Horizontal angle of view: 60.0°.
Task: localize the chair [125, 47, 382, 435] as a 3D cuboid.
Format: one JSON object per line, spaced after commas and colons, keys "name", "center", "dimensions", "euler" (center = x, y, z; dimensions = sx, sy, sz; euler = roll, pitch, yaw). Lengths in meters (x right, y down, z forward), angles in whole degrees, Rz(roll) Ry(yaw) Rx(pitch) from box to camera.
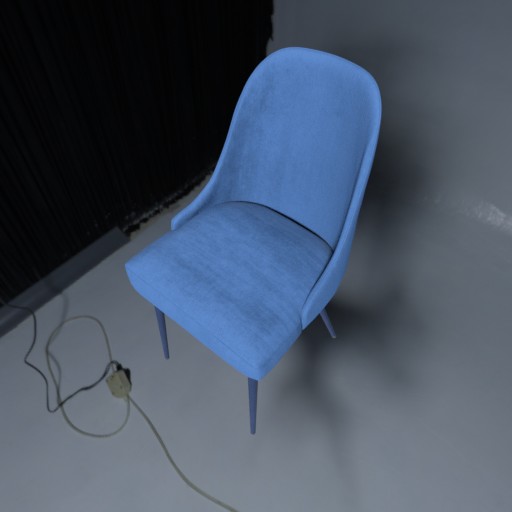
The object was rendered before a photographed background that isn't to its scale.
{"name": "chair", "center": [0.000, 0.000, 1.201], "dimensions": [0.478, 0.896, 0.559], "euler": [33, 56, 26]}
